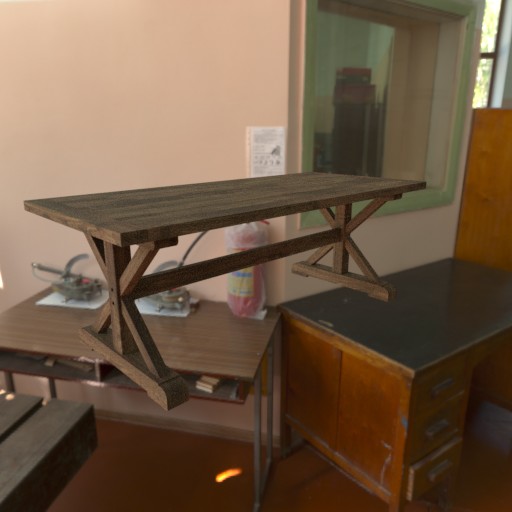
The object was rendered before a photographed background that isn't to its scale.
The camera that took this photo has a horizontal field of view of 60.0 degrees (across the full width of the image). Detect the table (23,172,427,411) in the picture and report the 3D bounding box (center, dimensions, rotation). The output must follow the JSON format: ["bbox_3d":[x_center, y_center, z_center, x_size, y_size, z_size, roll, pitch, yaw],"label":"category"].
[{"bbox_3d":[0.000,0.000,2.455,2.031,0.733,0.907,-15,22,-42],"label":"table"}]
